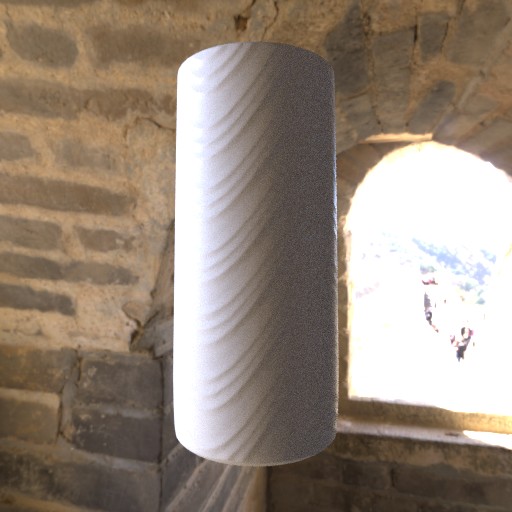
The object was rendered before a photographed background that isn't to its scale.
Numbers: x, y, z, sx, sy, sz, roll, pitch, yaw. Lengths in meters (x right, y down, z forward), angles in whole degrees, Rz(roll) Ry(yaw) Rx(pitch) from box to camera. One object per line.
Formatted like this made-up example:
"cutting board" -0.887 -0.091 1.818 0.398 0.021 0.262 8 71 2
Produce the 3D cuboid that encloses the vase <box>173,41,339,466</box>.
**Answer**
"vase" 0.000 0.000 0.393 0.143 0.316 0.143 0 -1 0
